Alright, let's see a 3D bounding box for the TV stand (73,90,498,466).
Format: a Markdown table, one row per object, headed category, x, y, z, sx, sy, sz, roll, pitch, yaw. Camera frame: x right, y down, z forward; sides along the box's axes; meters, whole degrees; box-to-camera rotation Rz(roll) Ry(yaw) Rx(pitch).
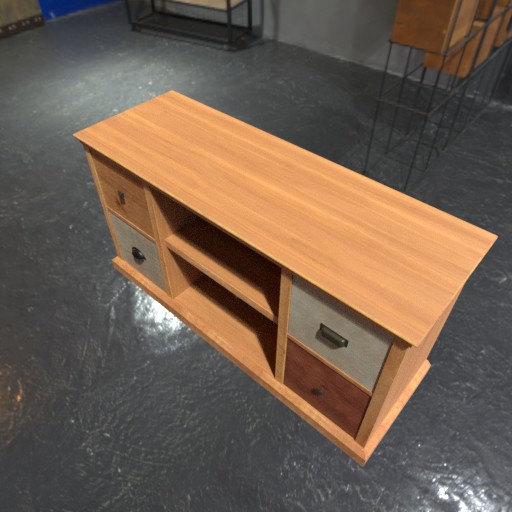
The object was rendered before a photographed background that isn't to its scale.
| category | x | y | z | sx | sy | sz | roll | pitch | yaw |
| --- | --- | --- | --- | --- | --- | --- | --- | --- | --- |
| TV stand | 0.000 | 0.000 | 1.435 | 1.181 | 0.607 | 0.417 | 32 | 53 | 28 |
